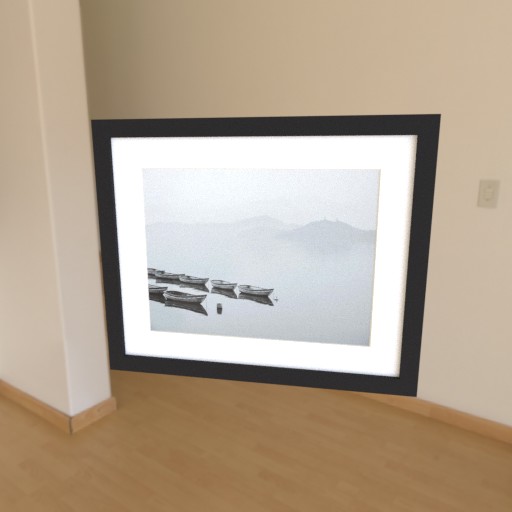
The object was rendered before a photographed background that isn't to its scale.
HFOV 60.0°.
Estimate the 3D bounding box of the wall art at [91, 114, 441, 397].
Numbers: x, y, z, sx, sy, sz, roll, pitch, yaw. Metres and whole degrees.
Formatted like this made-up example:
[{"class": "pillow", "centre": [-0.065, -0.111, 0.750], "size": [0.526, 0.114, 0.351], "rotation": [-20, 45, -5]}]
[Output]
[{"class": "wall art", "centre": [0.000, 0.000, 0.545], "size": [0.397, 0.325, 0.028], "rotation": [2, 13, 10]}]
